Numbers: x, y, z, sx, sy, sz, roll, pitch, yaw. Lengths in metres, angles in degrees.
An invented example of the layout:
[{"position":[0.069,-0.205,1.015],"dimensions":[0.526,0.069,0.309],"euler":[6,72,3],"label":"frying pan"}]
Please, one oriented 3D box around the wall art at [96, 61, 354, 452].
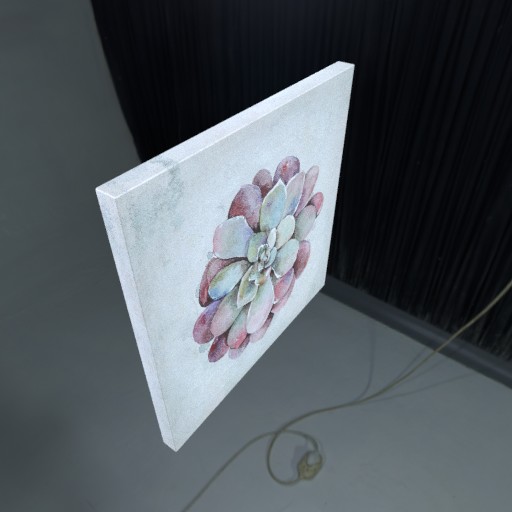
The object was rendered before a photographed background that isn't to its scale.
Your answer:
[{"position":[0.000,0.000,0.898],"dimensions":[0.044,0.605,0.605],"euler":[25,46,27],"label":"wall art"}]
